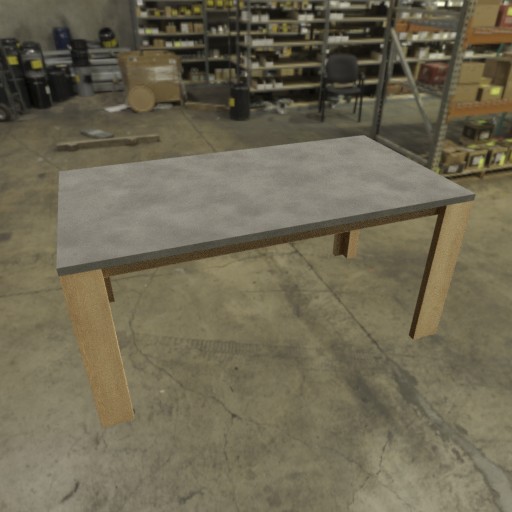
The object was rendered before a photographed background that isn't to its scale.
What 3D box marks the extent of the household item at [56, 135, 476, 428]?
[{"bbox_3d":[0.000,0.000,2.114,1.600,0.755,0.850,-11,34,-17],"label":"household item"}]
